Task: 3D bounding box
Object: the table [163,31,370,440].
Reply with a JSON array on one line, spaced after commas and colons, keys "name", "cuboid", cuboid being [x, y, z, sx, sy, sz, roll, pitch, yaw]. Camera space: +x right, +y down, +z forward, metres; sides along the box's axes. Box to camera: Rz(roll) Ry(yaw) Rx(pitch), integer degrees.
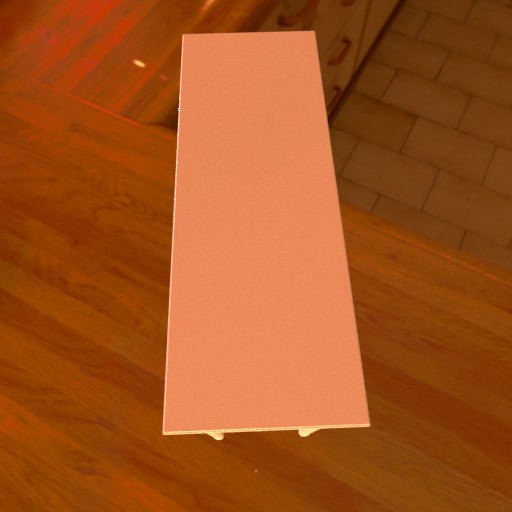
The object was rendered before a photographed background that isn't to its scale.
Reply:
[{"name": "table", "cuboid": [0.000, 0.000, 1.376, 0.381, 0.749, 1.067, -2, 64, -1]}]
